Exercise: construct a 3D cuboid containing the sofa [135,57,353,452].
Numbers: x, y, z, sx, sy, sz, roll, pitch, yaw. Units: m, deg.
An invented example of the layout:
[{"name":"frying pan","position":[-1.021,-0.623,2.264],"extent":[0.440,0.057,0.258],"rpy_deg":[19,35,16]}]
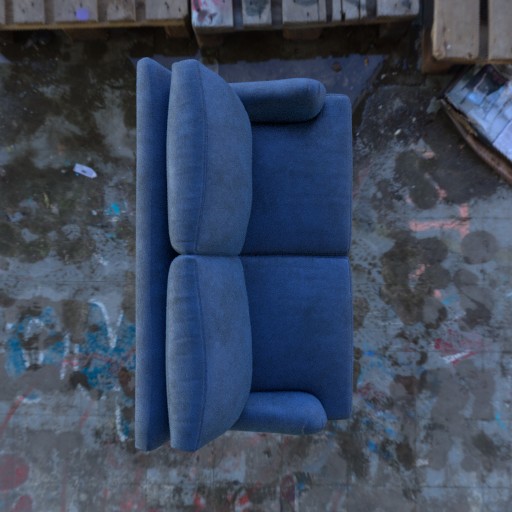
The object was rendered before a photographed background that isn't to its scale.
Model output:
[{"name":"sofa","position":[0.000,0.000,2.442],"extent":[1.084,1.101,1.853],"rpy_deg":[0,89,0]}]
